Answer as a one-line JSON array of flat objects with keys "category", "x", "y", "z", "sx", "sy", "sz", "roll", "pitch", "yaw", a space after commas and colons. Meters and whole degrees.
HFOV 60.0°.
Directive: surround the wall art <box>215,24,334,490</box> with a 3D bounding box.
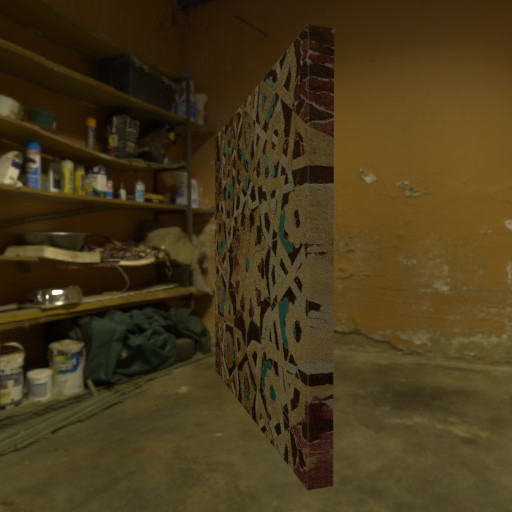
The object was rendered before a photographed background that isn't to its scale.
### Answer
[{"category": "wall art", "x": 0.000, "y": 0.000, "z": 0.880, "sx": 0.041, "sy": 0.613, "sz": 0.609, "roll": 0, "pitch": 1, "yaw": -17}]
